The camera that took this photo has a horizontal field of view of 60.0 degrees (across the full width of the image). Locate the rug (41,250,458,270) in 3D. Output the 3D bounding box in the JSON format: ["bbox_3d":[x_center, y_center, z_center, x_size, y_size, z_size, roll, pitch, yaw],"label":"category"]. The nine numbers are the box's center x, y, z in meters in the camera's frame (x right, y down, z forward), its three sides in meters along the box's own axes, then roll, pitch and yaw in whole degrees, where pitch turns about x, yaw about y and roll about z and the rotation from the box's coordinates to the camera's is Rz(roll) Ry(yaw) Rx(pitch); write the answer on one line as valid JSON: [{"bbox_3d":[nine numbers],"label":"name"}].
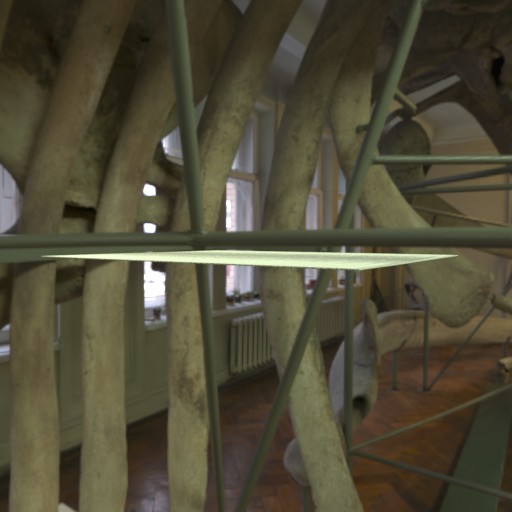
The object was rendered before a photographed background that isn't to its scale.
[{"bbox_3d":[0.000,0.000,4.120,3.037,0.010,2.453,2,3,35],"label":"rug"}]
